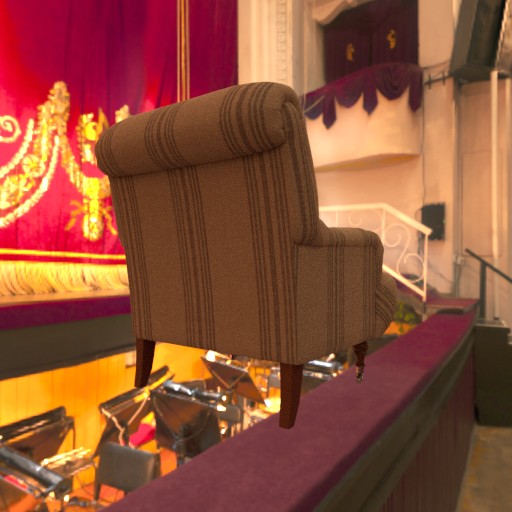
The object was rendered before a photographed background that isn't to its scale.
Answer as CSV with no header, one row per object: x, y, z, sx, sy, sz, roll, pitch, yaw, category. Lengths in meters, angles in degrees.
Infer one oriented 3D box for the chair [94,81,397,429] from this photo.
0.000,0.000,1.618,0.813,0.940,0.914,0,0,37,chair
